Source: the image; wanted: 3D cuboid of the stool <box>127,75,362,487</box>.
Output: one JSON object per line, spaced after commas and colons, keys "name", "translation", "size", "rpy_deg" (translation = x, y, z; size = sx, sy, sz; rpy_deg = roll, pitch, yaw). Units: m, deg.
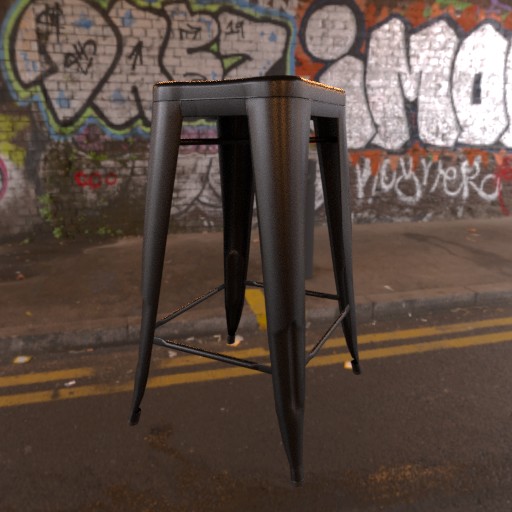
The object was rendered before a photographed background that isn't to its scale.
{"name": "stool", "translation": [0.000, 0.000, 0.850], "size": [0.359, 0.609, 0.399], "rpy_deg": [8, 17, 25]}
